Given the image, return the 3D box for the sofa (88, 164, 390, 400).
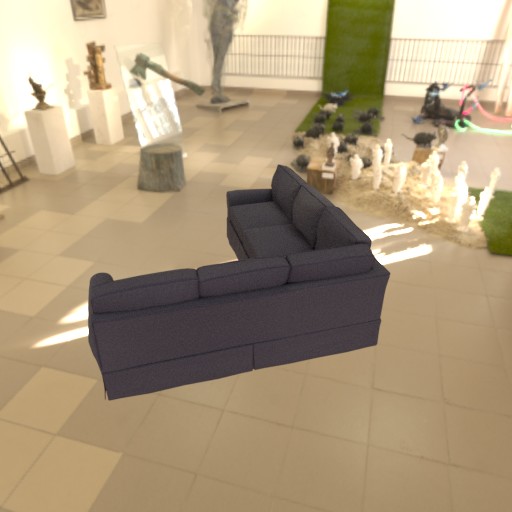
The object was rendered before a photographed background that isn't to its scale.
[{"bbox_3d":[0.000,0.000,5.026,2.874,1.169,3.773,8,32,13],"label":"sofa"}]
